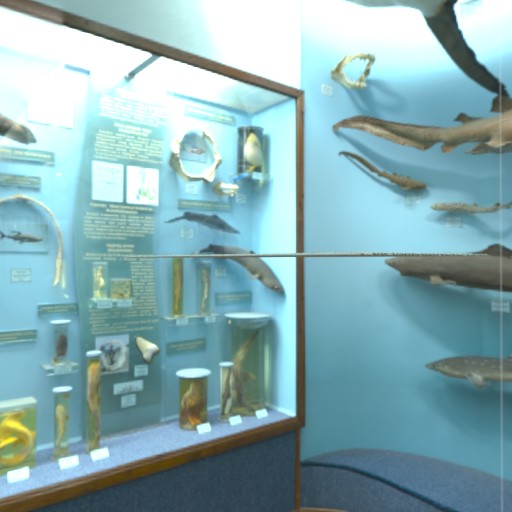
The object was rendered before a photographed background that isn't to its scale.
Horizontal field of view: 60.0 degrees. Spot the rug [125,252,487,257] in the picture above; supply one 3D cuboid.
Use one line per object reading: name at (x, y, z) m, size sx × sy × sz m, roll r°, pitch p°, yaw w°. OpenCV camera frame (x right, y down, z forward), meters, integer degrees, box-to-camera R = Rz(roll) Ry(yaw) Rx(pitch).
rug at (0.000, 0.000, 2.738) m, size 0.786 × 0.013 × 2.480 m, roll 0°, pitch 0°, yaw -36°
